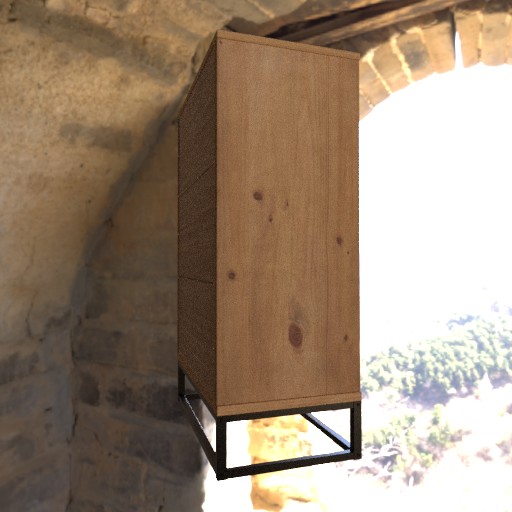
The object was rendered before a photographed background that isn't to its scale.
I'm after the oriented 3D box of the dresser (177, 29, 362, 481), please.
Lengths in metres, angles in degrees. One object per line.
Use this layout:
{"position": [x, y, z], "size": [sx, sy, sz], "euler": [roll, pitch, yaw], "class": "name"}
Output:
{"position": [0.000, 0.000, 1.646], "size": [0.479, 1.240, 0.761], "euler": [0, -1, -18], "class": "dresser"}
